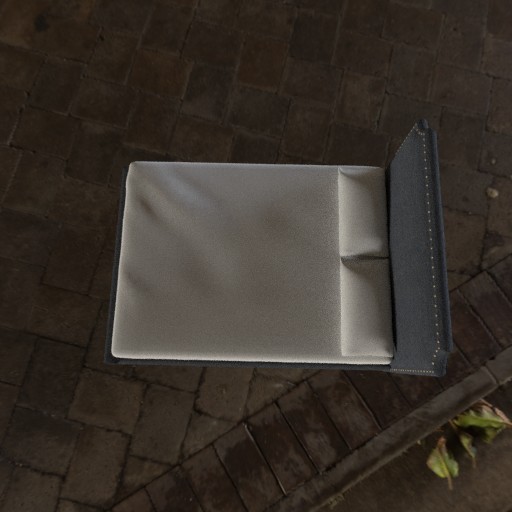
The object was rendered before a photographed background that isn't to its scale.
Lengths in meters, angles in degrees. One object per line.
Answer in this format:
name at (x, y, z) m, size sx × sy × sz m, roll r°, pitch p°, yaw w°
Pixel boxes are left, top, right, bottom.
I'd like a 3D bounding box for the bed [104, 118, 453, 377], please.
bed at (0.000, 0.000, 3.425) m, size 2.372 × 1.443 × 1.713 m, roll 1°, pitch 77°, yaw 0°
